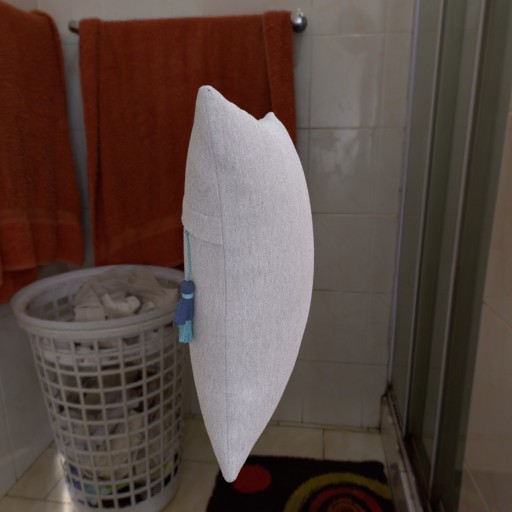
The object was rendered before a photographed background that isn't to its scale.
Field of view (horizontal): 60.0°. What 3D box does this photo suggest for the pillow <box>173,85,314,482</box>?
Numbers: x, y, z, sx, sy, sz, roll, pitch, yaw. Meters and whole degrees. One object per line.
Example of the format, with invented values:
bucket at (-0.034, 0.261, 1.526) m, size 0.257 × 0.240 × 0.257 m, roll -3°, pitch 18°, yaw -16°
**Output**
pillow at (0.000, 0.000, 0.667) m, size 0.173 × 0.436 × 0.433 m, roll 3°, pitch 15°, yaw 10°
